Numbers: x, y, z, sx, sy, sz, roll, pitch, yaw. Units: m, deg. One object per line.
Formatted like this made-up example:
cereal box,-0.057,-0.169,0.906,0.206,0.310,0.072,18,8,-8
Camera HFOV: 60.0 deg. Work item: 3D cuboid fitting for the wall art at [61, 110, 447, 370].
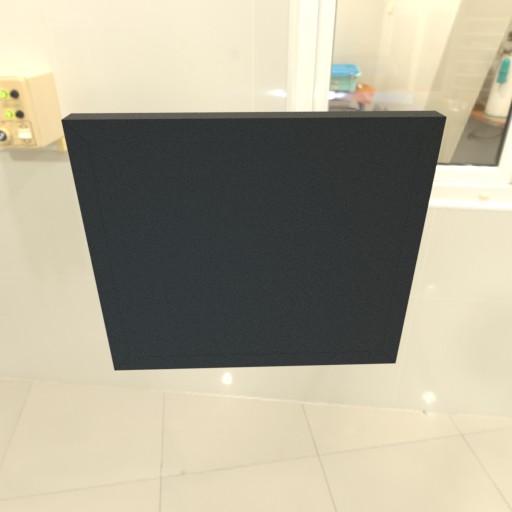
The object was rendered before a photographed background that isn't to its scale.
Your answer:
wall art,0.000,0.000,0.532,0.381,0.330,0.029,-1,30,-2
